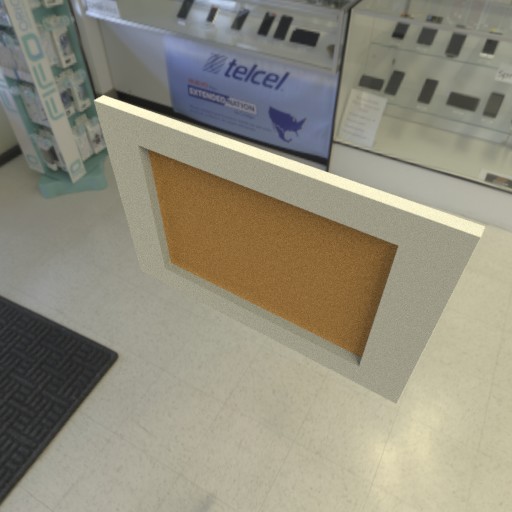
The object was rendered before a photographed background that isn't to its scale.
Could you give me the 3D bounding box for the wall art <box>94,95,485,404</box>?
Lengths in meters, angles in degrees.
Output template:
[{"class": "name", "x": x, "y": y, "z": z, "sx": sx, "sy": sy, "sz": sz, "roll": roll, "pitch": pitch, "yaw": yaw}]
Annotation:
[{"class": "wall art", "x": 0.000, "y": 0.000, "z": 1.139, "sx": 0.906, "sy": 0.617, "sz": 0.033, "roll": 24, "pitch": 51, "yaw": 21}]
